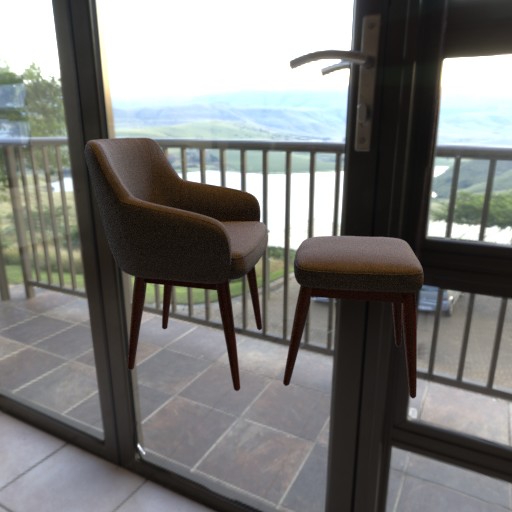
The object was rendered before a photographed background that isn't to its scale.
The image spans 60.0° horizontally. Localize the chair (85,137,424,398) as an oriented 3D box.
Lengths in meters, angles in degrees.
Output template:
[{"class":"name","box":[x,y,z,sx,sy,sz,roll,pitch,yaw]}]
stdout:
[{"class":"chair","box":[0.000,0.000,1.571,1.107,0.799,0.584,3,17,9]}]
